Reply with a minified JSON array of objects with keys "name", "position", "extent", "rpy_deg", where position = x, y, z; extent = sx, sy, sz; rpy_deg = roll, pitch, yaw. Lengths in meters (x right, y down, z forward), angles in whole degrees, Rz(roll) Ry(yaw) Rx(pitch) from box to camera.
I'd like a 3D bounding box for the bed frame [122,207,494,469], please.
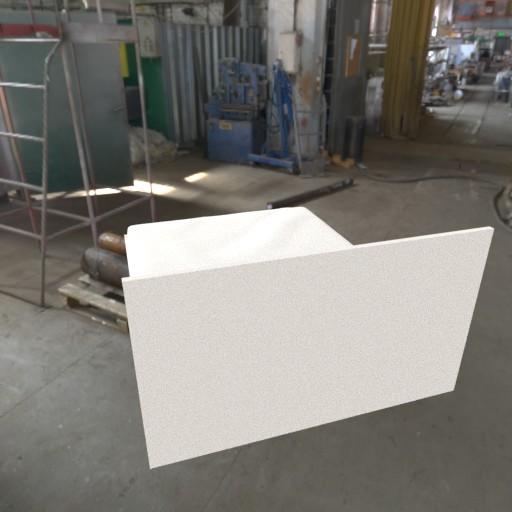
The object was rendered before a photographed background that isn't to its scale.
[{"name":"bed frame","position":[0.000,0.000,2.994],"extent":[1.711,1.001,2.100],"rpy_deg":[-8,27,-16]}]
